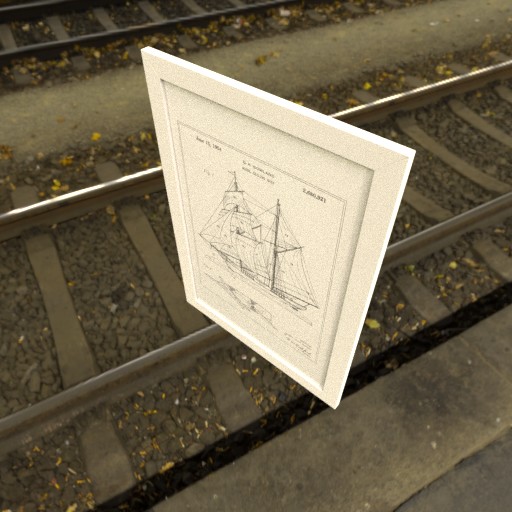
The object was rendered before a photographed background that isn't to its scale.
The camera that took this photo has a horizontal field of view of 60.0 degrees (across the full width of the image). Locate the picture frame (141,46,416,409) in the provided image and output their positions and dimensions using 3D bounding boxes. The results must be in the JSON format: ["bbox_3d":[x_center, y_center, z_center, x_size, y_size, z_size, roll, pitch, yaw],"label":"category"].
[{"bbox_3d":[0.000,0.000,0.592,0.326,0.459,0.011,31,54,26],"label":"picture frame"}]
